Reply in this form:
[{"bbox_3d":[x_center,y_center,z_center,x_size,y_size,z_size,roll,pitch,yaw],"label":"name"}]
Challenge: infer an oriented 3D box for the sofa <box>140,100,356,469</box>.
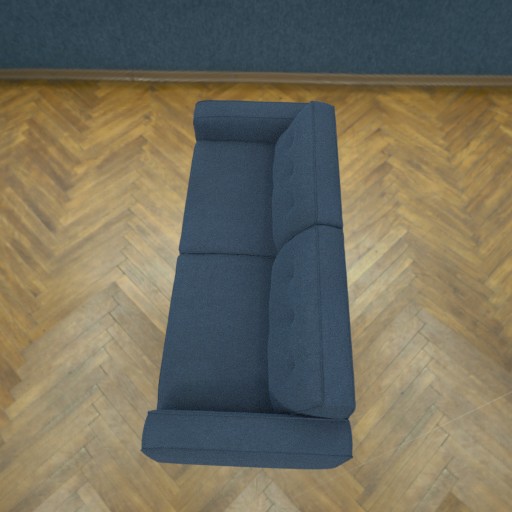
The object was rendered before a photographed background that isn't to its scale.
[{"bbox_3d":[0.000,0.000,2.645,0.953,0.782,2.270,2,60,1],"label":"sofa"}]
